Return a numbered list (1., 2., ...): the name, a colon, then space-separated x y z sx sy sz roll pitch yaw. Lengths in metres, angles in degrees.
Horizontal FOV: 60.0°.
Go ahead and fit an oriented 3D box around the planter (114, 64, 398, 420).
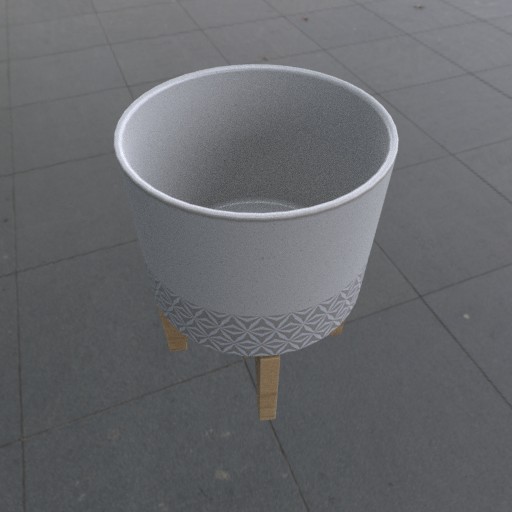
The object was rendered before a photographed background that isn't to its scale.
1. planter: 0.000 0.000 0.520 0.249 0.343 0.249 0 47 0
